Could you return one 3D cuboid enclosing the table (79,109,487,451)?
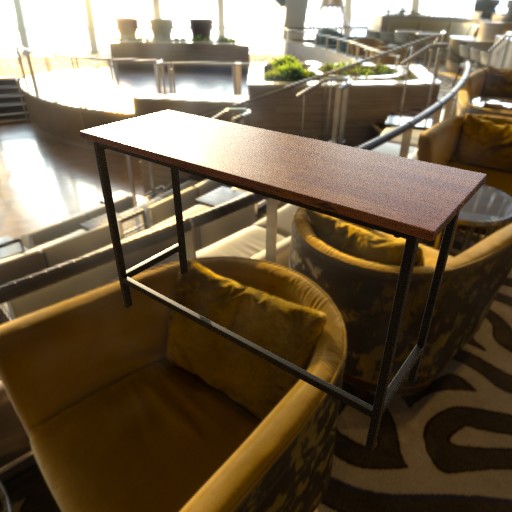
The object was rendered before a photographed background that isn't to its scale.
[{"bbox_3d":[0.000,0.000,1.516,1.204,0.740,0.408,22,37,32],"label":"table"}]
